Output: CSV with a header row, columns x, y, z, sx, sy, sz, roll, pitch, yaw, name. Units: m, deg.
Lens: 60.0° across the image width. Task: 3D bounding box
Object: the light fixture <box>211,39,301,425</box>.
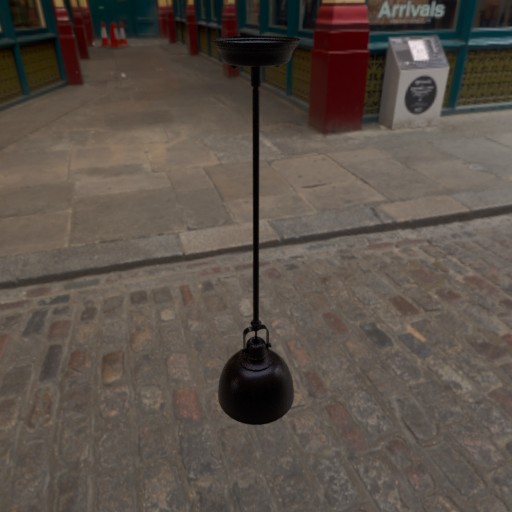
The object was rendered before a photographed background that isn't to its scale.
x,y,z,sx,sy,sz,roll,pitch,yaw,name
0.000,0.000,0.872,0.182,0.768,0.182,-9,31,-15,light fixture
